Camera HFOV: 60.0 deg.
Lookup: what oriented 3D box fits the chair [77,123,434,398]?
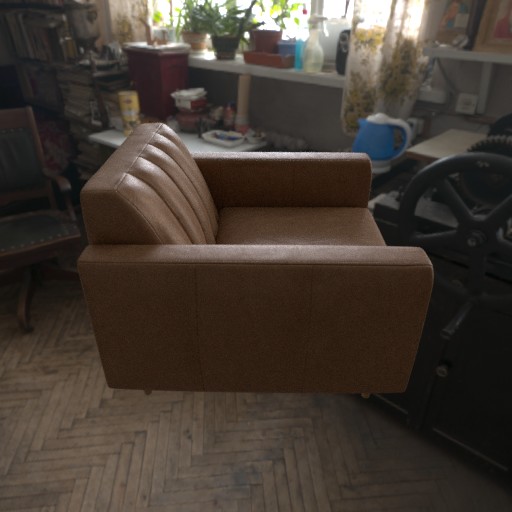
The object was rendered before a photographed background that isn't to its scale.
[{"bbox_3d":[0.000,0.000,1.671,0.998,0.819,0.953,1,32,1],"label":"chair"}]
